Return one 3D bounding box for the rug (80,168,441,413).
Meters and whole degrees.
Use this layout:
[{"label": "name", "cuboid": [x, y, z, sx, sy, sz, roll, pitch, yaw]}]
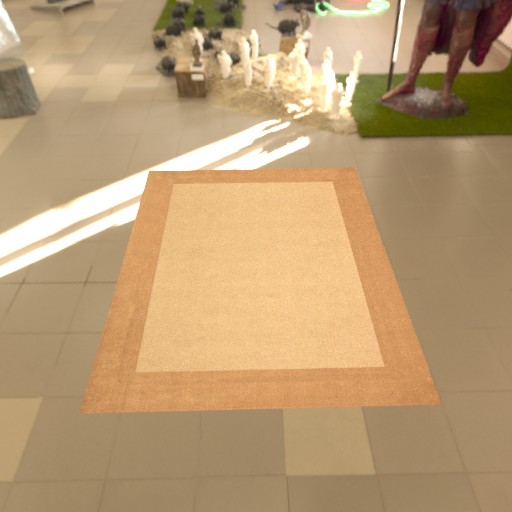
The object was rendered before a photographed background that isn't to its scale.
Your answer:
[{"label": "rug", "cuboid": [0.000, 0.000, 4.108, 2.438, 0.014, 3.048, -1, 42, -1]}]
